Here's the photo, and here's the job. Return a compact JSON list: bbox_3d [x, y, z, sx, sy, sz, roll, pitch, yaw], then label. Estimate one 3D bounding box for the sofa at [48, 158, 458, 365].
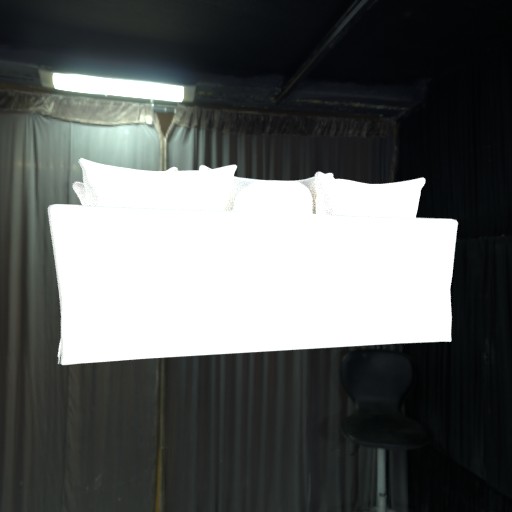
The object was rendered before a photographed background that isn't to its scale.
[{"bbox_3d":[0.000,0.000,2.815,2.290,1.034,1.031,0,-1,-17],"label":"sofa"}]
